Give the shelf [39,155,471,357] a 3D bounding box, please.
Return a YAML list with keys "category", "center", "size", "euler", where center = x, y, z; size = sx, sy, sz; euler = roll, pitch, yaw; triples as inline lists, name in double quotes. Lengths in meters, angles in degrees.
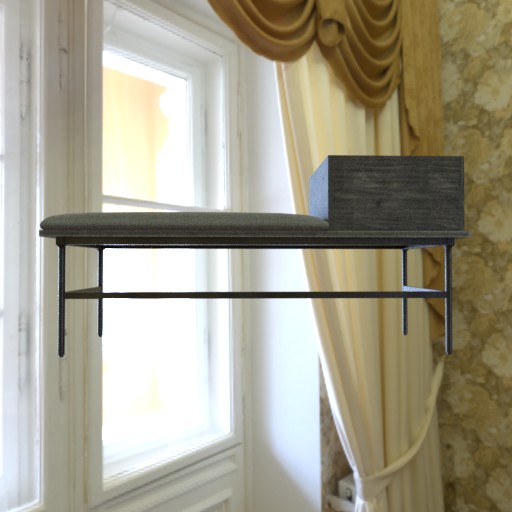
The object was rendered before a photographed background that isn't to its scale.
- category: "shelf"
  center: [0.000, 0.000, 1.590]
  size: [1.342, 0.633, 0.457]
  euler: [0, -1, -2]
